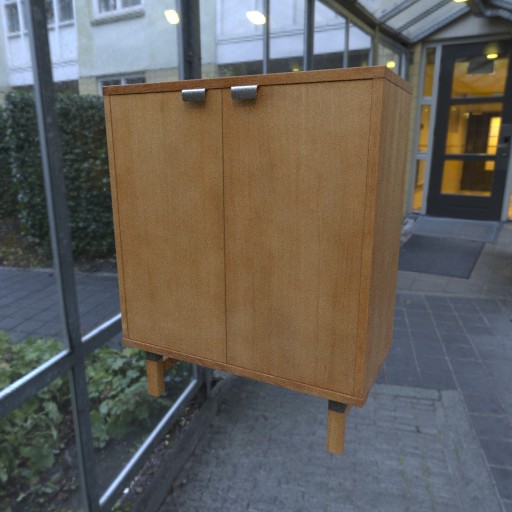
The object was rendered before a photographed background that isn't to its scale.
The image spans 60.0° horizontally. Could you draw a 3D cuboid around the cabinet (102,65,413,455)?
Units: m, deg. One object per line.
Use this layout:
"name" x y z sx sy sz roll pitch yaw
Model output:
"cabinet" 0.000 0.000 1.388 0.800 1.001 0.419 7 16 26
